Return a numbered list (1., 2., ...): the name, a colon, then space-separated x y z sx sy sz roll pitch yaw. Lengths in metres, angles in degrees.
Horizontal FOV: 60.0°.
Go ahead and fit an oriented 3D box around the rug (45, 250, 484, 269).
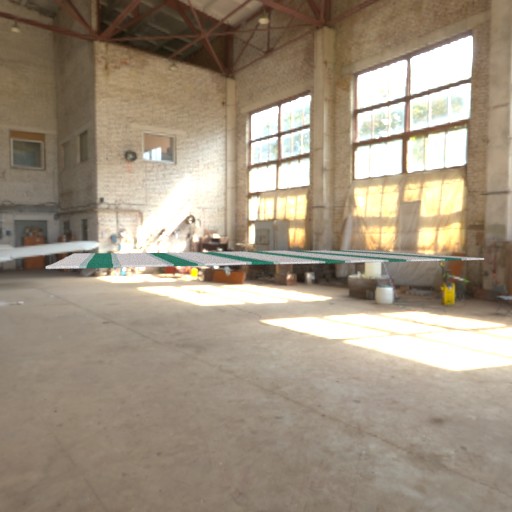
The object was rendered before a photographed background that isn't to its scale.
1. rug: 0.000 0.000 3.039 2.436 0.015 1.521 -1 3 -18
